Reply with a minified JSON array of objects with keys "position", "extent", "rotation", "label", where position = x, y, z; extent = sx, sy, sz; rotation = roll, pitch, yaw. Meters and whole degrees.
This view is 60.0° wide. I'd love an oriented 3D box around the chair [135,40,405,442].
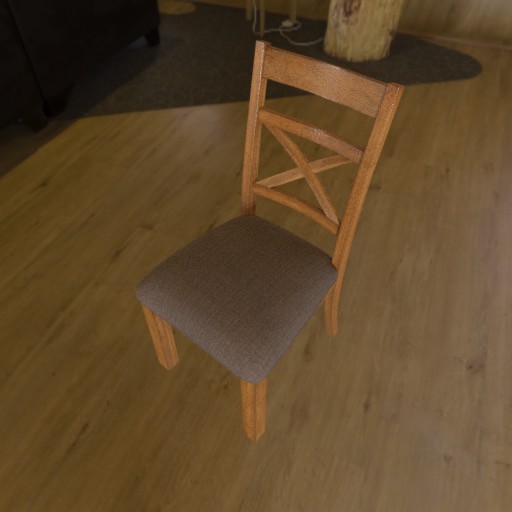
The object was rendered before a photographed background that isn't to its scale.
[{"position":[0.000,0.000,1.273],"extent":[0.470,0.949,0.581],"rotation":[31,54,26],"label":"chair"}]
